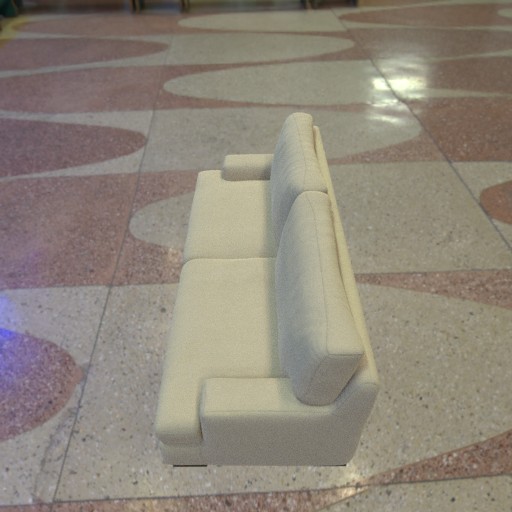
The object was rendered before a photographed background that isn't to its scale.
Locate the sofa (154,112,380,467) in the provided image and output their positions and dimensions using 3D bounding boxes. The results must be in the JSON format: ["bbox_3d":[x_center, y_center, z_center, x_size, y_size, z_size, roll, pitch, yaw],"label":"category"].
[{"bbox_3d":[0.000,0.000,2.636,0.929,0.925,2.147,0,42,0],"label":"sofa"}]
